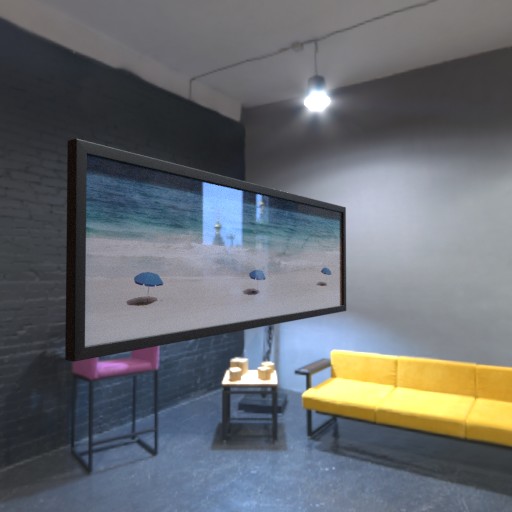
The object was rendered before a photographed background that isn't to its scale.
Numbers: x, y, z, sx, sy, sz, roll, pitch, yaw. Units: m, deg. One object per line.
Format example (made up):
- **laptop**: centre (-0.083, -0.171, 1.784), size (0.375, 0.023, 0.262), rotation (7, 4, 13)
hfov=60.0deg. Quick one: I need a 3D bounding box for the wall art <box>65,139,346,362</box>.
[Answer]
- **wall art**: centre (0.000, 0.000, 1.745), size (0.041, 0.554, 1.572), rotation (-1, -2, 36)
